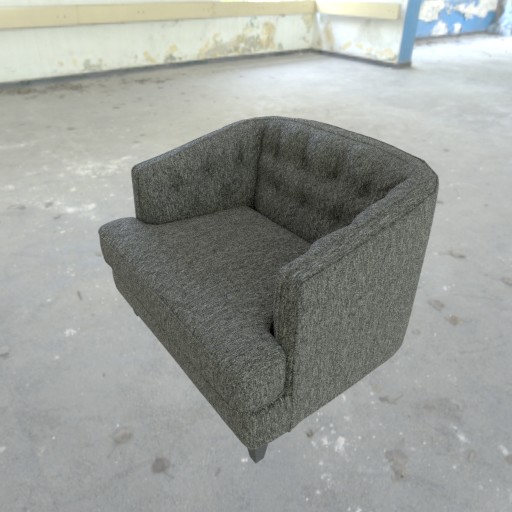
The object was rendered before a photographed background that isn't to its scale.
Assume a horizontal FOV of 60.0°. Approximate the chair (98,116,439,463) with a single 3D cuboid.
[{"bbox_3d":[0.000,0.000,1.765,0.941,0.852,1.104,-22,38,-30],"label":"chair"}]
